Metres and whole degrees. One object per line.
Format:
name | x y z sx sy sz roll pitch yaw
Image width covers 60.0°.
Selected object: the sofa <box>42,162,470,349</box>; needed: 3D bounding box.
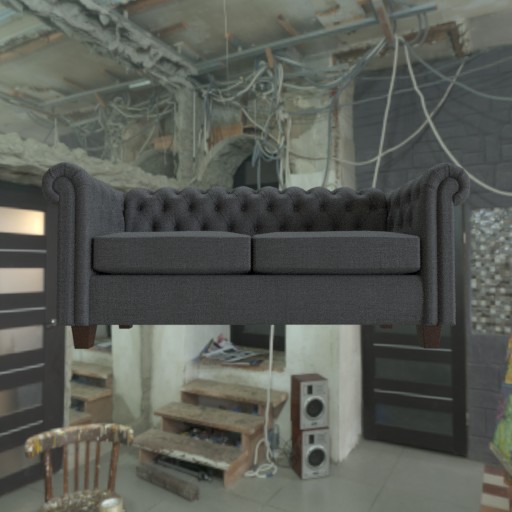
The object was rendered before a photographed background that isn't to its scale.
sofa | 0.000 0.000 2.204 1.798 0.797 0.783 0 -2 0
